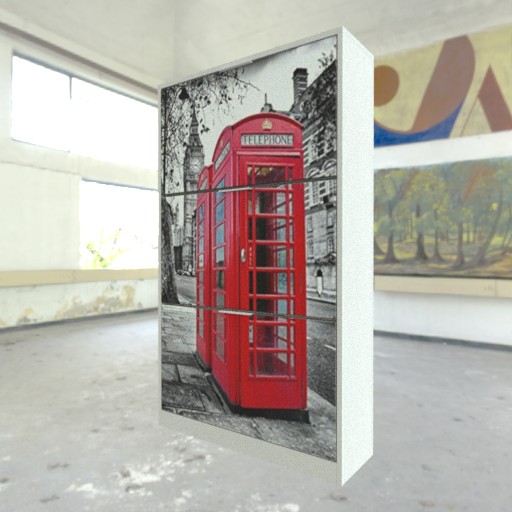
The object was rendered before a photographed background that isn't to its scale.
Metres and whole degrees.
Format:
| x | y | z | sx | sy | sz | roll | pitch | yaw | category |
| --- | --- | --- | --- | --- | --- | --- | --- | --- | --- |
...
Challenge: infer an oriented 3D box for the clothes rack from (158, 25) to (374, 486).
| x | y | z | sx | sy | sz | roll | pitch | yaw | category |
| --- | --- | --- | --- | --- | --- | --- | --- | --- | --- |
| 0.000 | 0.000 | 1.540 | 0.750 | 1.280 | 0.250 | 0 | 1 | 36 | clothes rack |
